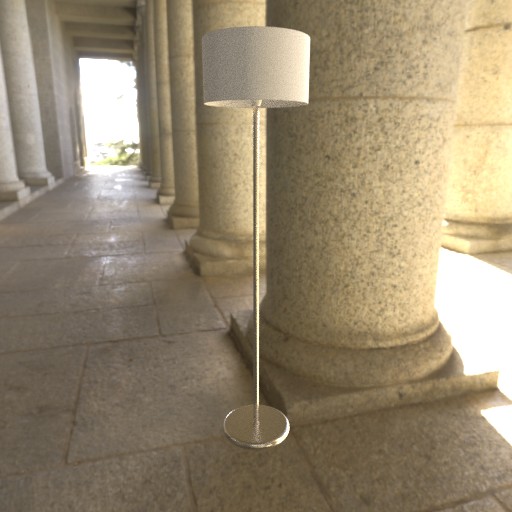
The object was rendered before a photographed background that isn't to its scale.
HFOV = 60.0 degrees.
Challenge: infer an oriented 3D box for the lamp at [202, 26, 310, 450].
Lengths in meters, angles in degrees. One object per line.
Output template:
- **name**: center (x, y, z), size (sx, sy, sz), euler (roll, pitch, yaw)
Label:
- **lamp**: center (0.000, 0.000, 1.612), size (0.347, 1.443, 0.347), euler (-14, 20, -43)
